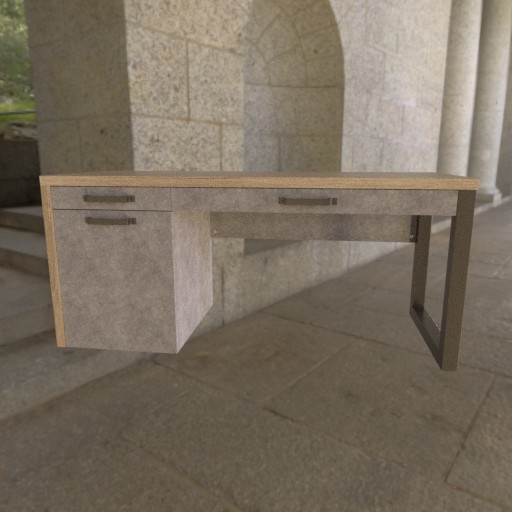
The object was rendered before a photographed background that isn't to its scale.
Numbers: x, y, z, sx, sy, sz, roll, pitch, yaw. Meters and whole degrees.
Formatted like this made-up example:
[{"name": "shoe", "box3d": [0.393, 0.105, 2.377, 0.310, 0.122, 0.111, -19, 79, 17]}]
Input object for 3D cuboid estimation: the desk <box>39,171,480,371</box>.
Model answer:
[{"name": "desk", "box3d": [0.000, 0.000, 2.086, 1.700, 0.760, 0.690, 2, 13, 8]}]
